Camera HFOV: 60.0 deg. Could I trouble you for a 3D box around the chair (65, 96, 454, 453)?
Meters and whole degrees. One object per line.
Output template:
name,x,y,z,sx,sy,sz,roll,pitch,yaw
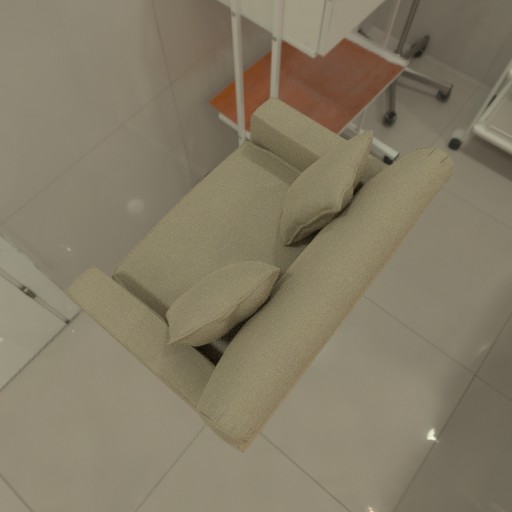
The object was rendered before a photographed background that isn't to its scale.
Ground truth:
chair,0.000,0.000,2.053,1.000,0.948,1.383,36,70,16
